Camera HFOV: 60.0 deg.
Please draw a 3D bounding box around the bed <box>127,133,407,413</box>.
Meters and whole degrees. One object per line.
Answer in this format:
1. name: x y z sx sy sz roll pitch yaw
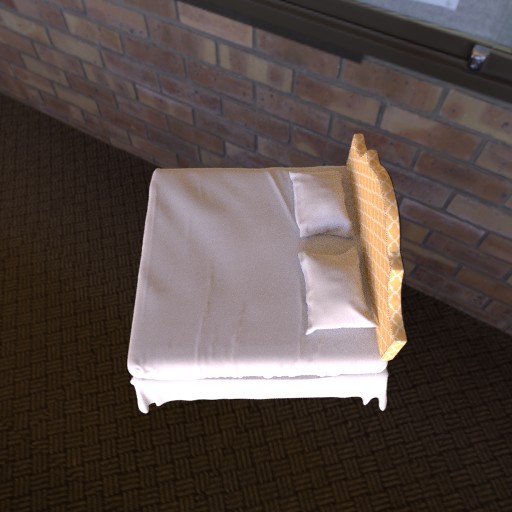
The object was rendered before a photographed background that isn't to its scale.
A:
1. bed: 0.000 0.000 3.790 2.222 1.601 2.314 -1 58 -1
